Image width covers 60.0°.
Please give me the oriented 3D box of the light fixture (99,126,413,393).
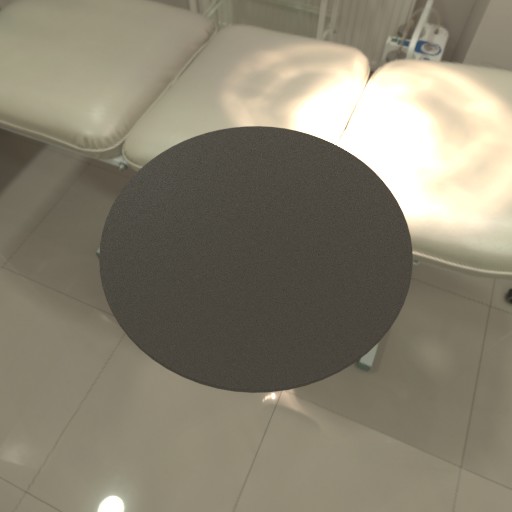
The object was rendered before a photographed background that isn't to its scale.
[{"bbox_3d":[0.000,0.000,0.568,0.368,0.100,0.368,0,59,0],"label":"light fixture"}]
